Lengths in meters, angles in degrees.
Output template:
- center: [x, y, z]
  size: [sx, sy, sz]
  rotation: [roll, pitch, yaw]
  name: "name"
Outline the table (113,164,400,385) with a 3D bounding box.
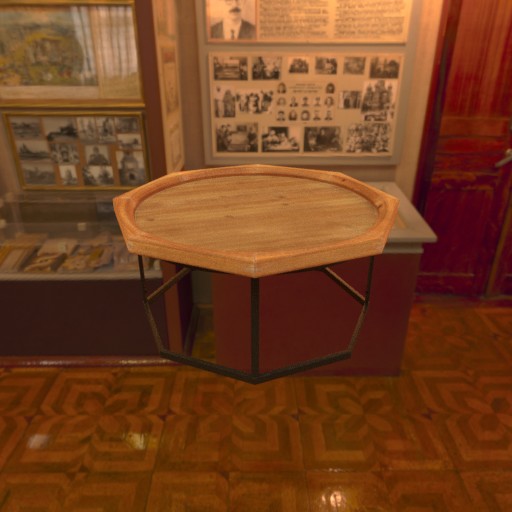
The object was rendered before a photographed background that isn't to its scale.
- center: [0.000, 0.000, 1.641]
  size: [1.002, 0.444, 1.002]
  rotation: [0, 25, 0]
  name: "table"
